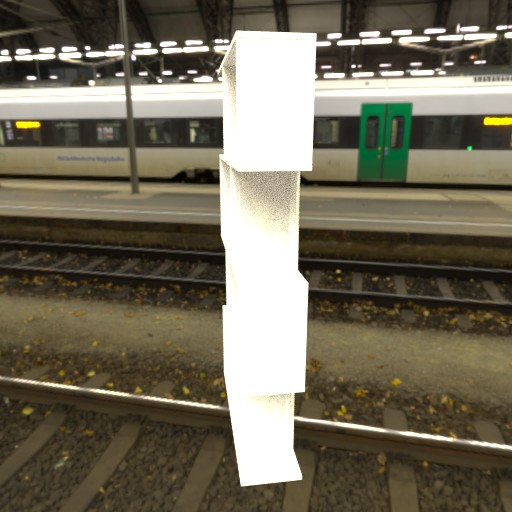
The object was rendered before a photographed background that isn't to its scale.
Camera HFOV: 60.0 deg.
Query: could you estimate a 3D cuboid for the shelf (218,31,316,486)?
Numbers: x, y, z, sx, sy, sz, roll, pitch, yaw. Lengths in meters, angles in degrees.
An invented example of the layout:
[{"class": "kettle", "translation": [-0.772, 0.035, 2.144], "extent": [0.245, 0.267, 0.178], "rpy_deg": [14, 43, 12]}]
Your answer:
[{"class": "shelf", "translation": [0.000, 0.000, 1.990], "extent": [0.250, 1.650, 0.890], "rpy_deg": [-2, 15, -8]}]
